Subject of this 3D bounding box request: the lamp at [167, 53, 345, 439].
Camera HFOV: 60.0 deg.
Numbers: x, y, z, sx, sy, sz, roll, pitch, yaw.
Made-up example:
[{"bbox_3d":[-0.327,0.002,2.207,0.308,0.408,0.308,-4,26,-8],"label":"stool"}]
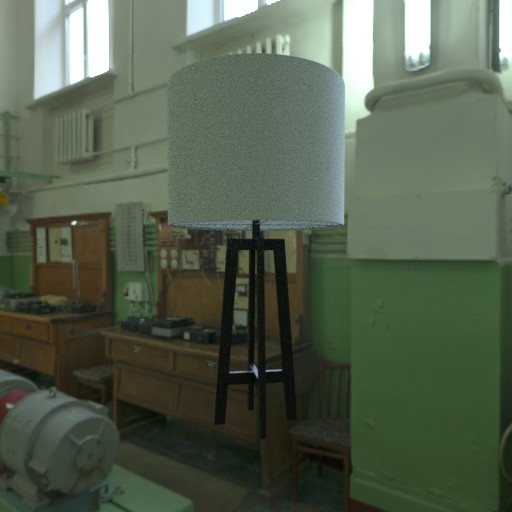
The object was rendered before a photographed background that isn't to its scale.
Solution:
[{"bbox_3d":[0.000,0.000,0.654,0.257,0.489,0.257,0,1,36],"label":"lamp"}]
